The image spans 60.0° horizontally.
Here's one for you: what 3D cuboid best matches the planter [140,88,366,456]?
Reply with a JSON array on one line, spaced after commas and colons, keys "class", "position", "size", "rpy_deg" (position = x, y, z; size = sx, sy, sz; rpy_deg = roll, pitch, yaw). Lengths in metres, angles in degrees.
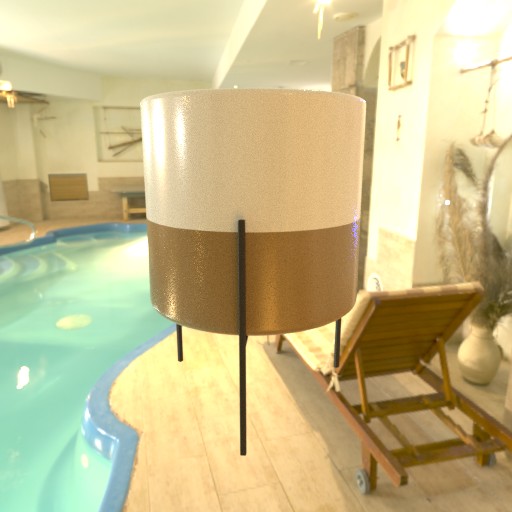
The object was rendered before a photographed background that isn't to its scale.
[{"class": "planter", "position": [0.000, 0.000, 0.653], "size": [0.310, 0.432, 0.310], "rpy_deg": [-2, 14, -10]}]
